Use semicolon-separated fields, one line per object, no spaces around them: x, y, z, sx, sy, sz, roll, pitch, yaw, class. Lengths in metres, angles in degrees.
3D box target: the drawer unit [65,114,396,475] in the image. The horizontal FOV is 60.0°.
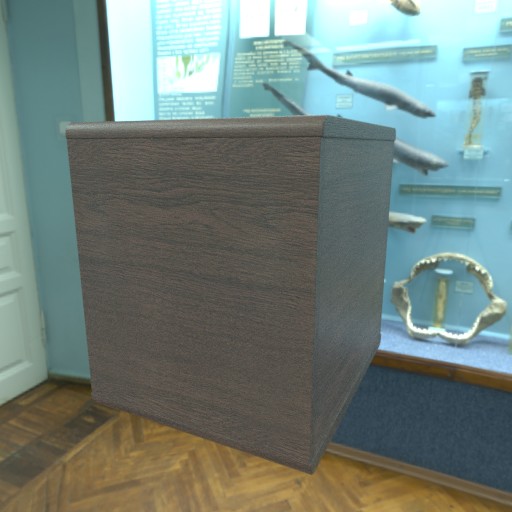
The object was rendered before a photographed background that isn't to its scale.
0.000;0.000;0.604;0.290;0.344;0.344;7;16;25;drawer unit
